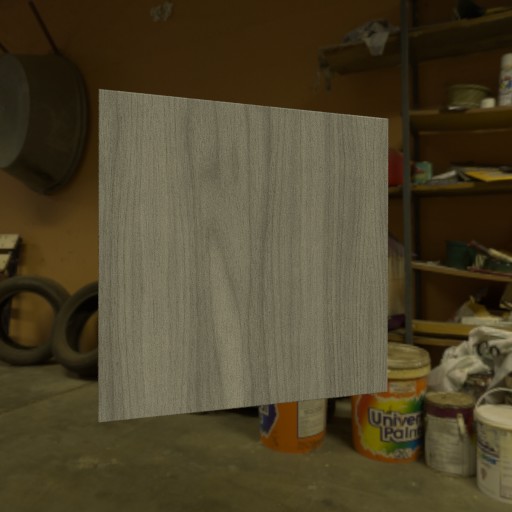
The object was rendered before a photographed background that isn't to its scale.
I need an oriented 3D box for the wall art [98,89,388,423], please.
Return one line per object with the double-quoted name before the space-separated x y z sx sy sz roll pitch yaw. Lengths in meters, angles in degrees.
"wall art" 0.000 0.000 0.755 0.508 0.507 0.016 0 0 -17
